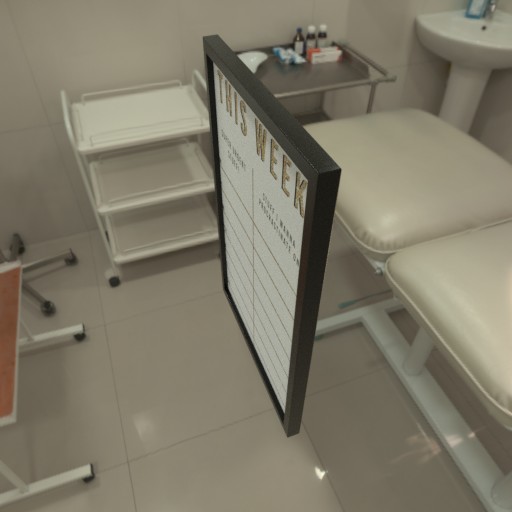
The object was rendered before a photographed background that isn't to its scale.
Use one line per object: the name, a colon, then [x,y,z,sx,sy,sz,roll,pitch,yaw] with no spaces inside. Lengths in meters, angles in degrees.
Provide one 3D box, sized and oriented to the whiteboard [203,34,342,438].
whiteboard: [0.000,0.000,0.782,0.026,0.611,0.406,-15,47,-15]
